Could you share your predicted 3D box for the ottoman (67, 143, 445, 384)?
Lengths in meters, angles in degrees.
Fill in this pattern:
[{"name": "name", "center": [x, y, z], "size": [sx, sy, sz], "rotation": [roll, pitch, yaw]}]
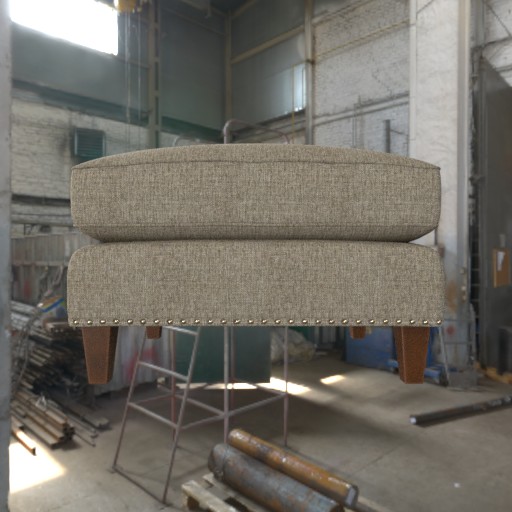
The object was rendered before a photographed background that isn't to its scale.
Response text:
[{"name": "ottoman", "center": [0.000, 0.000, 1.144], "size": [0.741, 0.513, 0.584], "rotation": [0, 0, 0]}]
